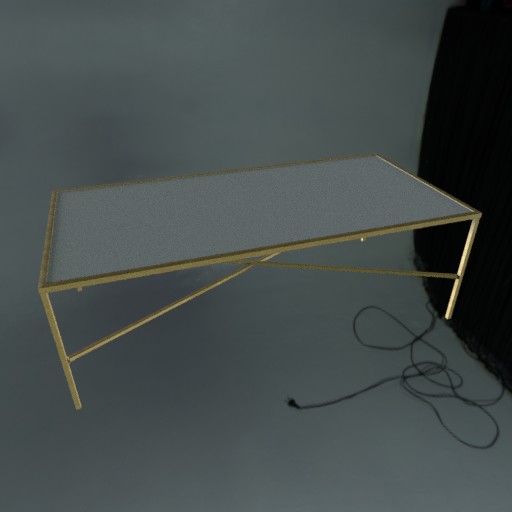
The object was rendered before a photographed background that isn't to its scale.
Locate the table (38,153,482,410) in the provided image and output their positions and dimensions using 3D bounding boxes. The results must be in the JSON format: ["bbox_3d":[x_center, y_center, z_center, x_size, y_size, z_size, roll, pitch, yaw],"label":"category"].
[{"bbox_3d":[0.000,0.000,1.477,1.206,0.398,0.580,-10,33,-16],"label":"table"}]
